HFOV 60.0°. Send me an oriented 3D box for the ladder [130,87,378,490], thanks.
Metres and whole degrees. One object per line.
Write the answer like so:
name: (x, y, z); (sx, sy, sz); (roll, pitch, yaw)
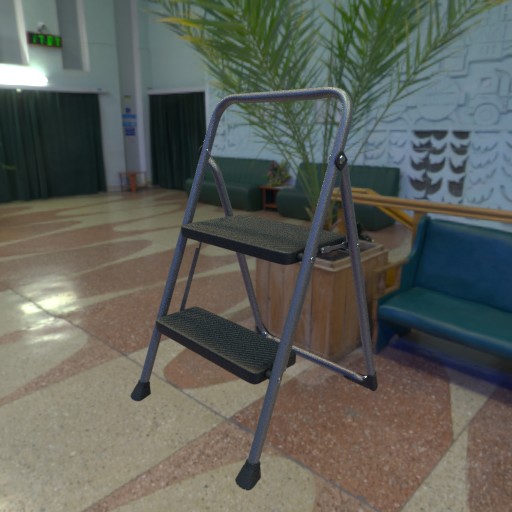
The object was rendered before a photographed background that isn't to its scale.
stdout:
ladder: (0.000, 0.000, 1.018); (0.472, 0.720, 0.430); (-15, 22, -42)
